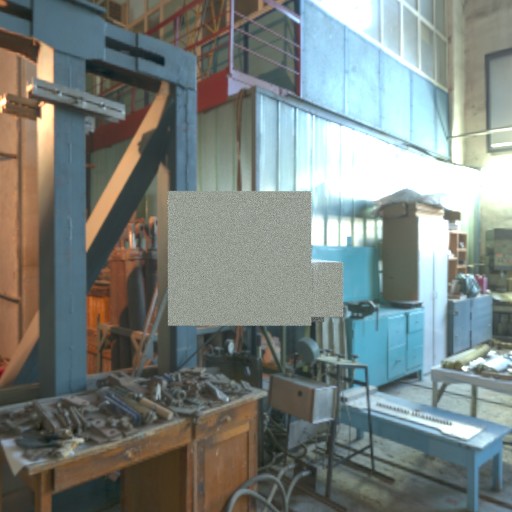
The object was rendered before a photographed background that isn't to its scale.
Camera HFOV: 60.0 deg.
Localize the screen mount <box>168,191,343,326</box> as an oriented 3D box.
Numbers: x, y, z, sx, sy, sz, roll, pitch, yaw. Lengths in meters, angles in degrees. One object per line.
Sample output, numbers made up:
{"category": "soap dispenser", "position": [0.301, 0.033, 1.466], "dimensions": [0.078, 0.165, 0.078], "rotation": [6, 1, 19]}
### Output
{"category": "screen mount", "position": [0.000, 0.000, 1.892], "dimensions": [0.420, 0.320, 1.680], "rotation": [0, 0, 0]}
